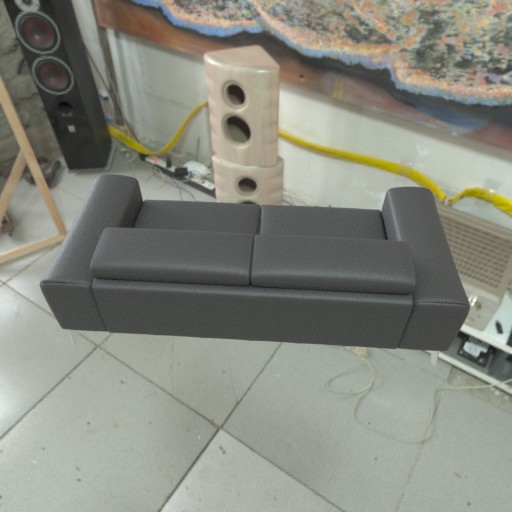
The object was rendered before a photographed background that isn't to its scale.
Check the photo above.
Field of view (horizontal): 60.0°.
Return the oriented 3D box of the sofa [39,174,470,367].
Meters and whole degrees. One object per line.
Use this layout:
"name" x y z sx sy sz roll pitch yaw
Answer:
"sofa" 0.000 0.000 2.829 2.321 0.759 1.023 3 46 3
